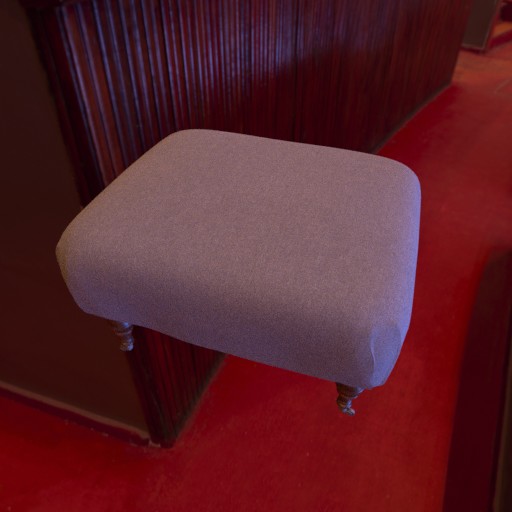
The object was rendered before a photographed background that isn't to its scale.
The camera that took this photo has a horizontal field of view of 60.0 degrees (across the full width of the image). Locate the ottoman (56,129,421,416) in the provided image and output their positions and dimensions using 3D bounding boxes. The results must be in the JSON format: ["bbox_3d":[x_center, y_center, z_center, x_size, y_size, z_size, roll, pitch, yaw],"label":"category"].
[{"bbox_3d":[0.000,0.000,1.134,0.747,0.450,0.622,12,41,14],"label":"ottoman"}]
